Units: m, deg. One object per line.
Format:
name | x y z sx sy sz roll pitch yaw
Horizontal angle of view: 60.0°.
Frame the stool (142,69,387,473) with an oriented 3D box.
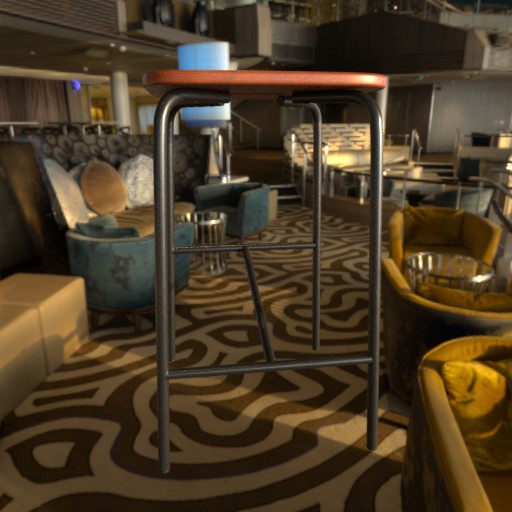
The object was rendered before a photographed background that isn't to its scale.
stool | 0.000 0.000 0.835 0.376 0.610 0.376 -2 17 -8
